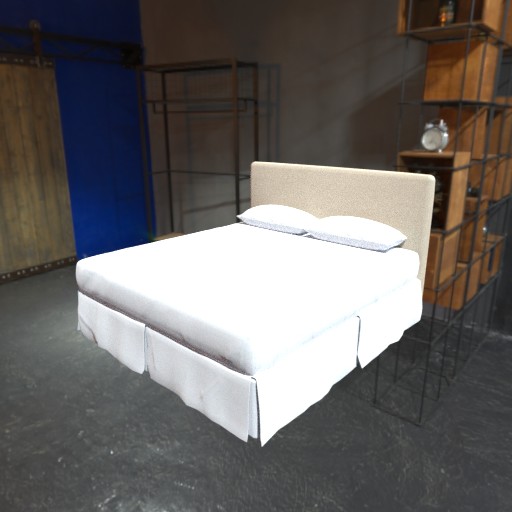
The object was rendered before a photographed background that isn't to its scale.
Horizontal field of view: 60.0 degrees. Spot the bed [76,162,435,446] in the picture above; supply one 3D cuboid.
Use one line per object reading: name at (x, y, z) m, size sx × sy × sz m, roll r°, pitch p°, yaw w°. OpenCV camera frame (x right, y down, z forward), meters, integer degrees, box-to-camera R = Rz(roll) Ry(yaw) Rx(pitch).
bed at (0.000, 0.000, 3.706) m, size 2.119 × 1.317 × 2.319 m, roll 15°, pitch 22°, yaw 40°
